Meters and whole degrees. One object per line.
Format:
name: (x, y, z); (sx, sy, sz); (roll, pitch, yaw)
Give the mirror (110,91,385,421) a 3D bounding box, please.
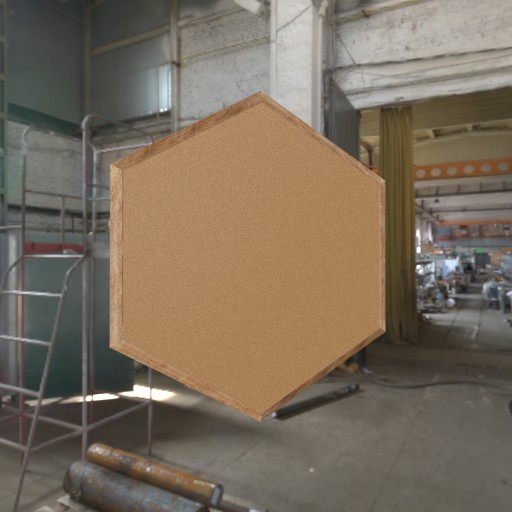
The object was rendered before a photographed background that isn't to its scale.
mirror: (0.000, 0.000, 1.080); (0.675, 0.779, 0.091); (0, 0, -17)
